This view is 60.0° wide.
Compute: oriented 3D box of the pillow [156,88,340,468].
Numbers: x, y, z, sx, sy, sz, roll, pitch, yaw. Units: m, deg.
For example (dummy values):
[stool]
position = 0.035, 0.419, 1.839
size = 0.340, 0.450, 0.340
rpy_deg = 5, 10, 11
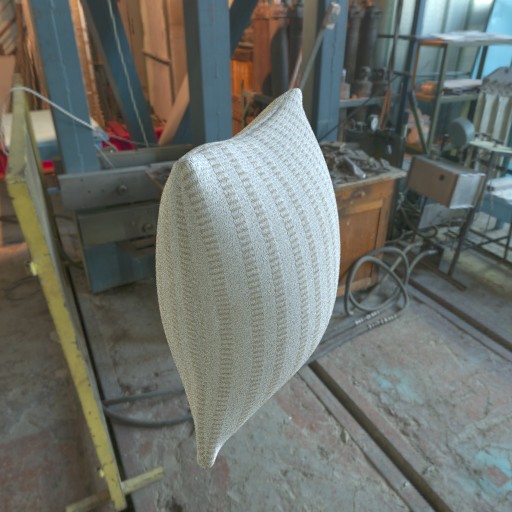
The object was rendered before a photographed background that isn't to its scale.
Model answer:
[pillow]
position = 0.000, 0.000, 0.663
size = 0.247, 0.419, 0.438
rpy_deg = 9, 30, 16
